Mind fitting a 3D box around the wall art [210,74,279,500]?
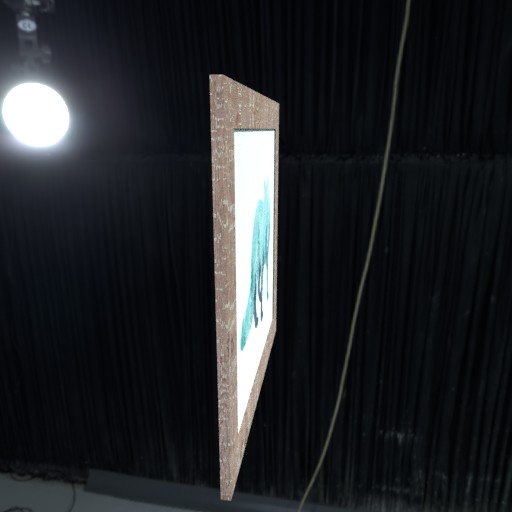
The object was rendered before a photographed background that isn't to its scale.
[{"bbox_3d":[0.000,0.000,0.560,0.012,0.384,0.384,2,16,9],"label":"wall art"}]
